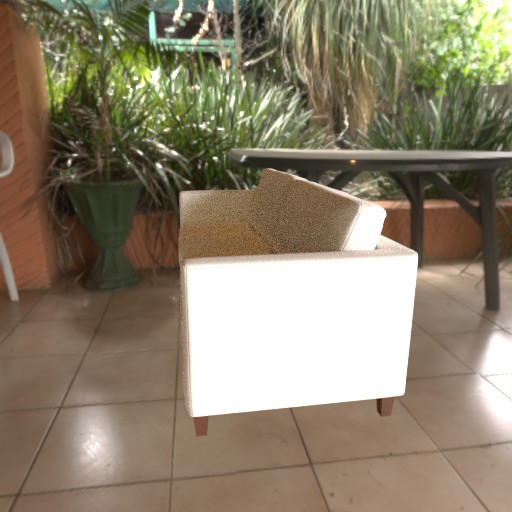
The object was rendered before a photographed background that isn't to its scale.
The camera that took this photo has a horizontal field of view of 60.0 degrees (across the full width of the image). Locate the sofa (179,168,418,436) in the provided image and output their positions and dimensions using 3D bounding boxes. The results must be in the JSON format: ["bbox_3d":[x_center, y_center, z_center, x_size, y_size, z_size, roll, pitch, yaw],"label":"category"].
[{"bbox_3d":[0.000,0.000,2.668,0.924,0.933,2.139,-3,15,-9],"label":"sofa"}]
